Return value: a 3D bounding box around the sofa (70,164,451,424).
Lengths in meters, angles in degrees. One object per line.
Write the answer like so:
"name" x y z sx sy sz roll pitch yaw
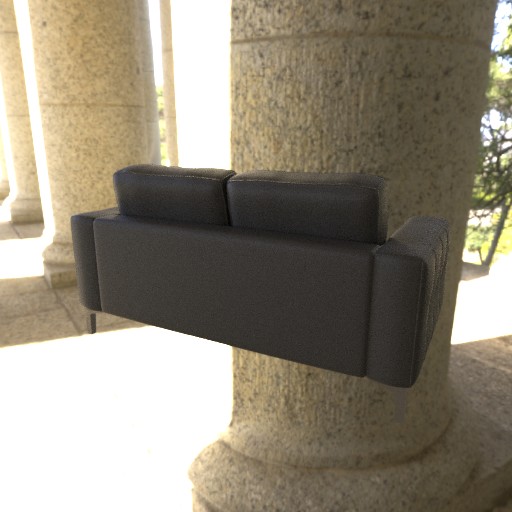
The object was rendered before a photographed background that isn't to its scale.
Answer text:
"sofa" 0.000 0.000 2.224 1.726 0.892 0.833 8 18 27
